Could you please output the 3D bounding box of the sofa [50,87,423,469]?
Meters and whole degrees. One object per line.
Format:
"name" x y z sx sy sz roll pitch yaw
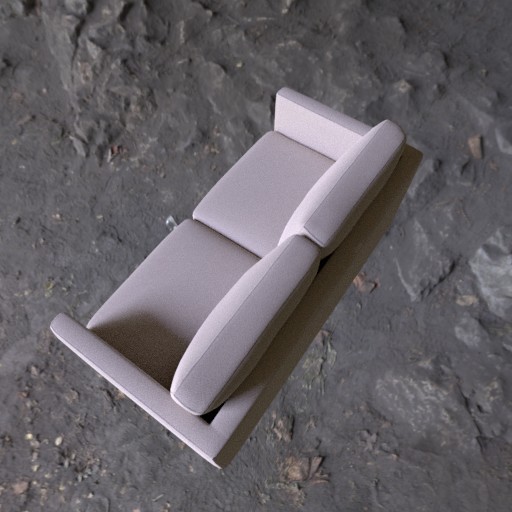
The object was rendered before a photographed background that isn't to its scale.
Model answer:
"sofa" 0.000 0.000 2.188 0.873 0.888 1.722 32 66 16
